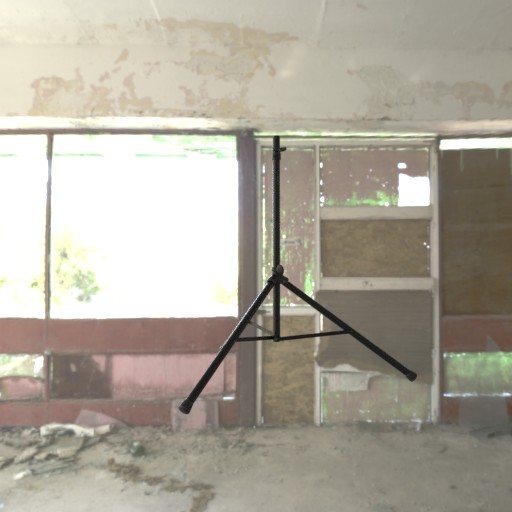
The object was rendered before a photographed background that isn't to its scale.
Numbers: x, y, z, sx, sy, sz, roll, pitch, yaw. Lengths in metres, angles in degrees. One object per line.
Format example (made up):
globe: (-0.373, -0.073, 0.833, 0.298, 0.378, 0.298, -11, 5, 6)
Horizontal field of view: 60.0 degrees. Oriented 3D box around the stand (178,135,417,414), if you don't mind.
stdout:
stand: (0.000, 0.000, 2.754, 1.596, 1.595, 1.339, -1, -1, 35)
